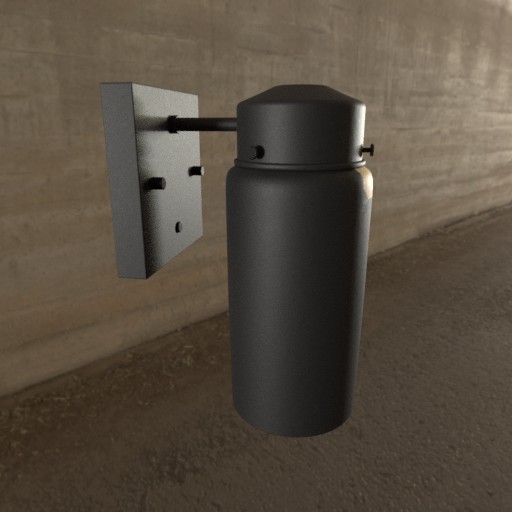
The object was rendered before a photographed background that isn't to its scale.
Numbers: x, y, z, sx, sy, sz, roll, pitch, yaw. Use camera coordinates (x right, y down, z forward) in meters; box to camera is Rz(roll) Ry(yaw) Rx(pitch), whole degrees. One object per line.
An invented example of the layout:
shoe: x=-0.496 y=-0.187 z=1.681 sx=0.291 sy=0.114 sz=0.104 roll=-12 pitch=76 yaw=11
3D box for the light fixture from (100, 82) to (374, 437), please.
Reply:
light fixture: x=0.000 y=0.000 z=0.360 sx=0.176 sy=0.257 sz=0.130 roll=3 pitch=17 yaw=11
